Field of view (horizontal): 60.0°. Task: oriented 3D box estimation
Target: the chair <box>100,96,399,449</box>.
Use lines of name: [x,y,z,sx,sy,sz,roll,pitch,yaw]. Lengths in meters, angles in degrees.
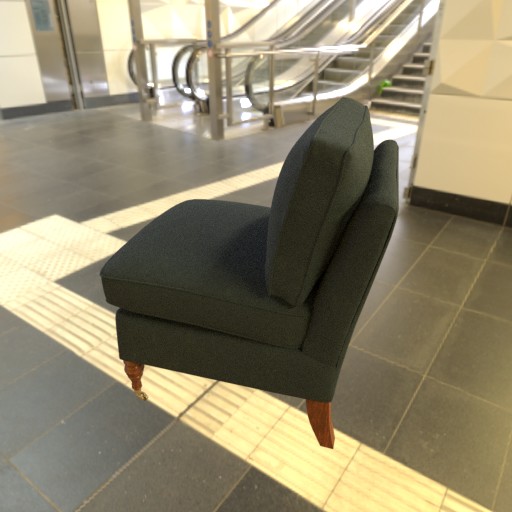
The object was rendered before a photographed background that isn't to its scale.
chair: [0.000,0.000,1.639,0.912,1.052,0.724,8,29,14]
